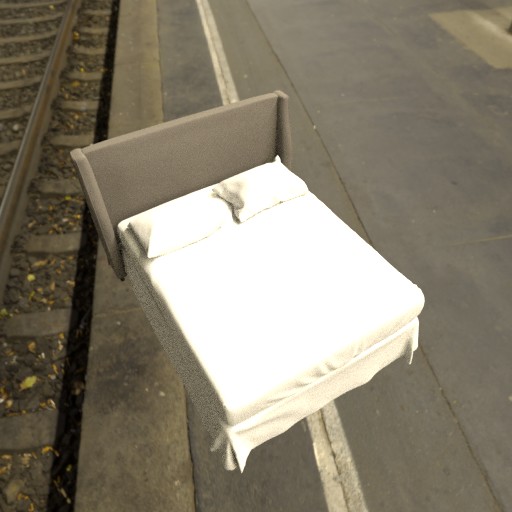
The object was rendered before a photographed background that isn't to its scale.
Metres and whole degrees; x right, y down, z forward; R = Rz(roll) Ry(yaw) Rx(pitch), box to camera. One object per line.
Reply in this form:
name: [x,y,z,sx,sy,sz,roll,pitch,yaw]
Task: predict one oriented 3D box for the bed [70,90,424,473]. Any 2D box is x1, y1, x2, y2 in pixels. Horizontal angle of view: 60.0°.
bed: [0.000,0.000,3.457,1.925,1.332,2.276,-24,51,-21]
